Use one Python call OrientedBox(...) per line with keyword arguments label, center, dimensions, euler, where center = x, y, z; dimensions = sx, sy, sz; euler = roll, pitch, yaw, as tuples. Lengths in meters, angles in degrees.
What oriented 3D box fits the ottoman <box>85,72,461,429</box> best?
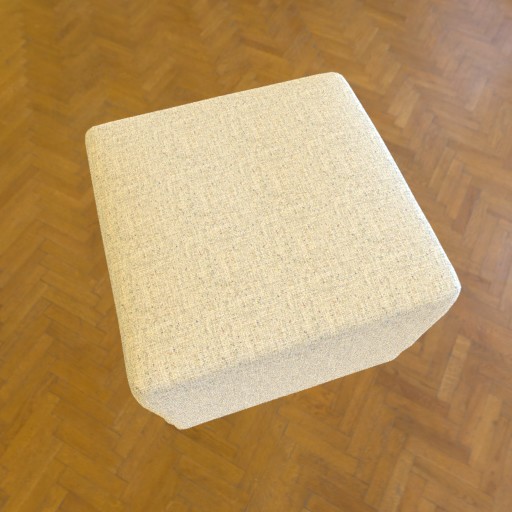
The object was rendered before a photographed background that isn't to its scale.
OrientedBox(label="ottoman", center=(0.000, 0.000, 0.905), dimensions=(0.521, 0.453, 0.512), euler=(-16, 64, -8))
